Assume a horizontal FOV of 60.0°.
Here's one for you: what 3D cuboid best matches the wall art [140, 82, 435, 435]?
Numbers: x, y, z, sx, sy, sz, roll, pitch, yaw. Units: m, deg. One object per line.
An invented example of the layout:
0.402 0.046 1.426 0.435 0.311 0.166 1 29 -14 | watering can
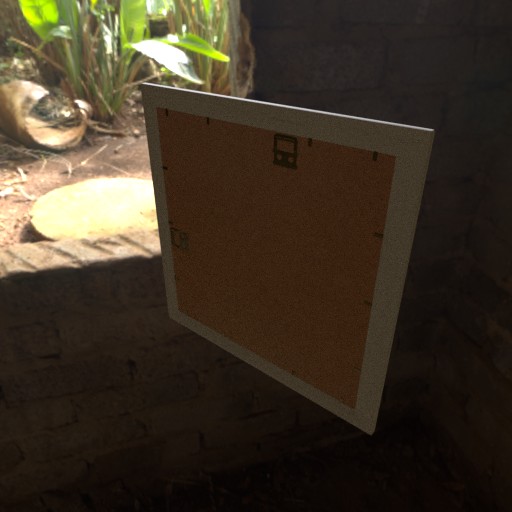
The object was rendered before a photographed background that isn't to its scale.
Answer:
0.000 0.000 0.872 0.584 0.584 0.013 22 37 33 | wall art
